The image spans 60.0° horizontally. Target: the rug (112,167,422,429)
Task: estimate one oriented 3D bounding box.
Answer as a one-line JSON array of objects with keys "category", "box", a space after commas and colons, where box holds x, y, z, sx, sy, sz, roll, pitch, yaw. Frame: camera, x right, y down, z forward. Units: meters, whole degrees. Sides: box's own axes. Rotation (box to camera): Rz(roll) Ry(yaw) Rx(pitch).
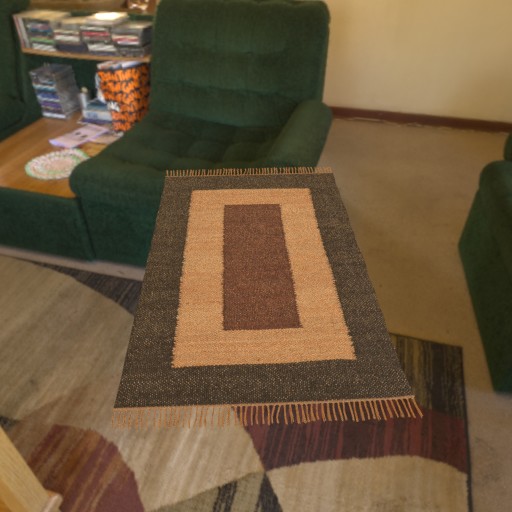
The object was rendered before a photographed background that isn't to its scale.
[{"category": "rug", "box": [0.000, 0.000, 1.877, 0.920, 0.013, 1.541, -2, 40, -2]}]
